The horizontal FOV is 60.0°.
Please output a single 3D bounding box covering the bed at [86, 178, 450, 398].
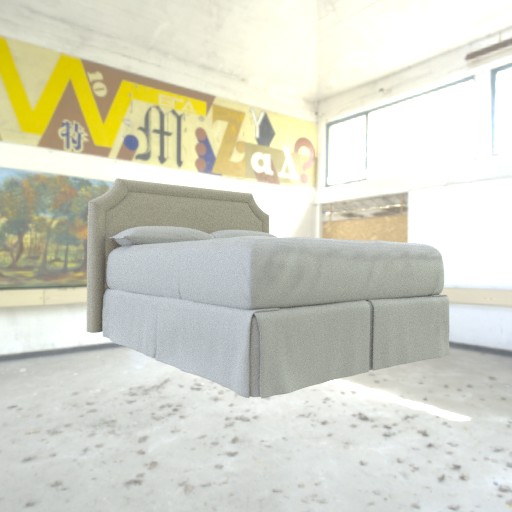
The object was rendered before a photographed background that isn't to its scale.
[{"bbox_3d":[0.000,0.000,3.263,1.828,1.297,2.164,0,-1,-37],"label":"bed"}]
